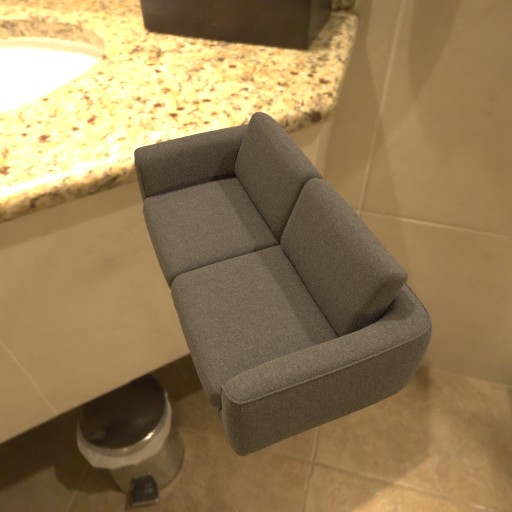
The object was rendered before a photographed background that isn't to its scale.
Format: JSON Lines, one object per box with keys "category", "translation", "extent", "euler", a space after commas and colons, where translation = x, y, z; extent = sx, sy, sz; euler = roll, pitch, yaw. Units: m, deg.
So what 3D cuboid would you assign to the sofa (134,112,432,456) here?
{"category": "sofa", "translation": [0.000, 0.000, 2.229], "extent": [0.920, 0.870, 1.700], "euler": [-16, 48, -15]}
